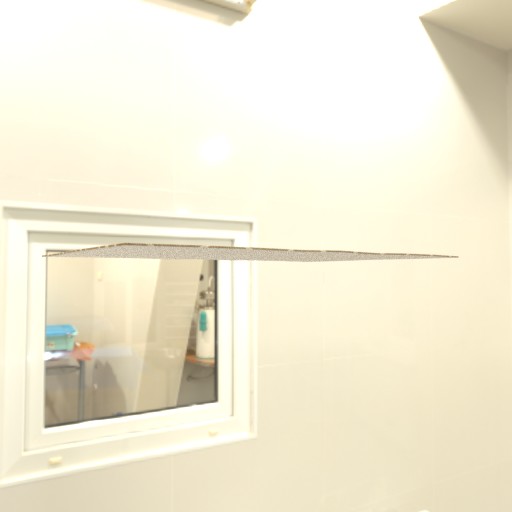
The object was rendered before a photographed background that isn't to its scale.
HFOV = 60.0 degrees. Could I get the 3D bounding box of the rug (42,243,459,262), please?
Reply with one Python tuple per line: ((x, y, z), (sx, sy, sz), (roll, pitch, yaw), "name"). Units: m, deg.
((0.000, 0.000, 2.212), (1.761, 0.013, 1.152), (2, -3, -36), "rug")
